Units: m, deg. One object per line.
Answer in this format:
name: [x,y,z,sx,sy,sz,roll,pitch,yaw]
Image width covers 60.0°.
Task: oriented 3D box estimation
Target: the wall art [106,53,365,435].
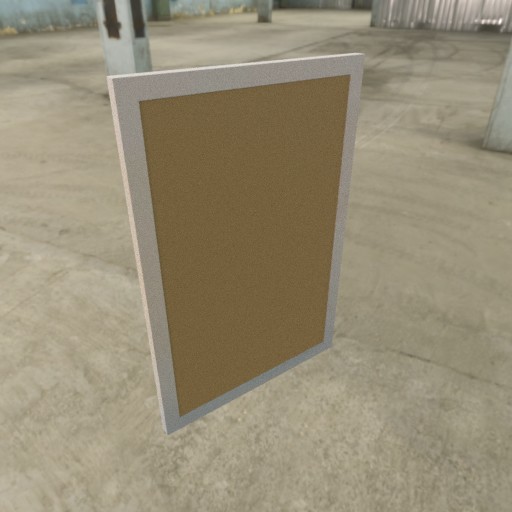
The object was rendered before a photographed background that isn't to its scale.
wall art: [0.000,0.000,1.422,0.764,1.143,0.038,-20,36,-30]
